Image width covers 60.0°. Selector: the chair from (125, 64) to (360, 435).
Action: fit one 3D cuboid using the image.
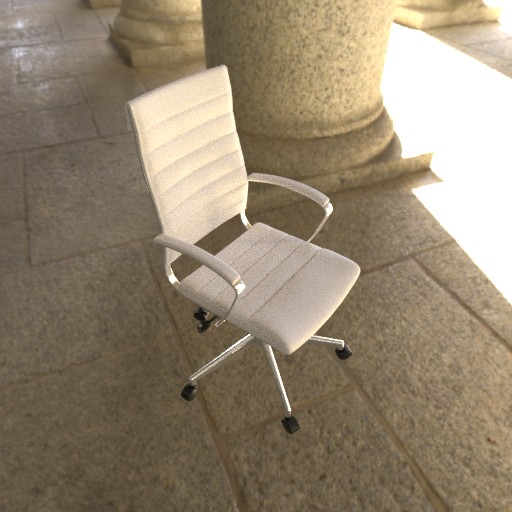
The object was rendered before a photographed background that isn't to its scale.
[{"bbox_3d":[0.000,0.000,1.651,0.739,1.149,0.766,27,47,27],"label":"chair"}]
